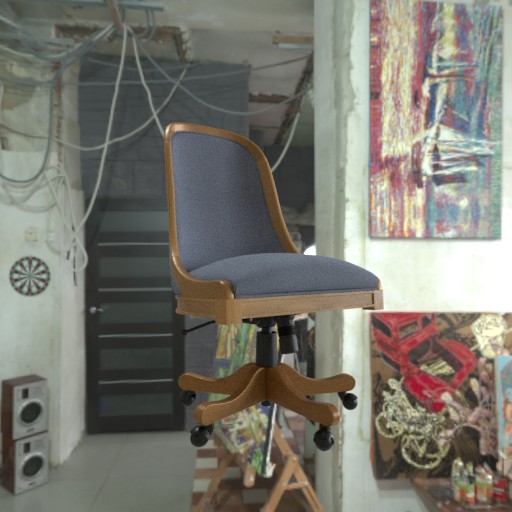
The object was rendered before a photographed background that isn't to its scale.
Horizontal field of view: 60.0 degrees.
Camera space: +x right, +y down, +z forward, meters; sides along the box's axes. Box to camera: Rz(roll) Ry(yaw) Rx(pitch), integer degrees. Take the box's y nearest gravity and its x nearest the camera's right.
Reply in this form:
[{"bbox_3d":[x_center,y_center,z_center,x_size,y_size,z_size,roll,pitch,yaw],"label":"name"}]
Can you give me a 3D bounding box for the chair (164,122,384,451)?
[{"bbox_3d":[0.000,0.000,1.462,0.605,1.031,0.735,0,0,-35],"label":"chair"}]
